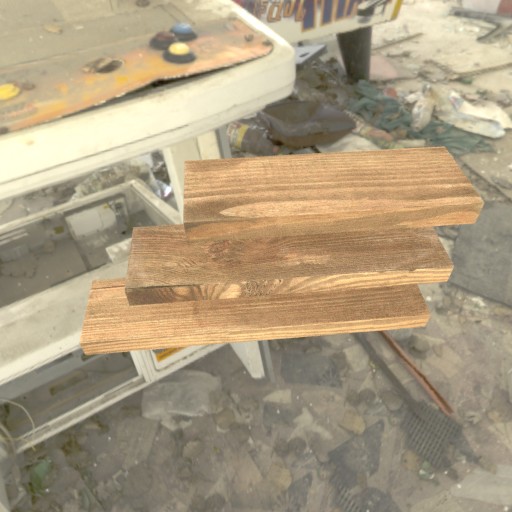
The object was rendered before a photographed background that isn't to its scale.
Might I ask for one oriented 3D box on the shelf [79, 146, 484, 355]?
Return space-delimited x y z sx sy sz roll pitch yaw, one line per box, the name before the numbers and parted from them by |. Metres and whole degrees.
shelf | 0.000 0.000 0.733 0.610 0.293 0.140 -4 47 -4
